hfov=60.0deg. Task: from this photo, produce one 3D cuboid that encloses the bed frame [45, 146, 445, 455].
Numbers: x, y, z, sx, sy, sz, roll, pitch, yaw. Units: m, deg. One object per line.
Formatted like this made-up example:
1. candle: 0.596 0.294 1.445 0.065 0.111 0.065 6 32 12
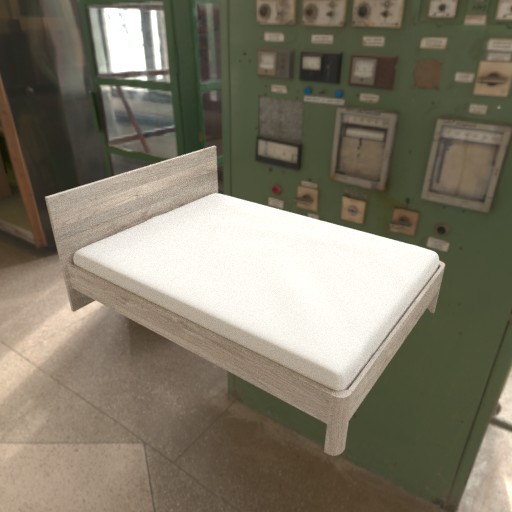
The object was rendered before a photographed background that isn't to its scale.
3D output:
1. bed frame: 0.000 0.000 2.783 1.950 0.800 1.490 19 33 32
